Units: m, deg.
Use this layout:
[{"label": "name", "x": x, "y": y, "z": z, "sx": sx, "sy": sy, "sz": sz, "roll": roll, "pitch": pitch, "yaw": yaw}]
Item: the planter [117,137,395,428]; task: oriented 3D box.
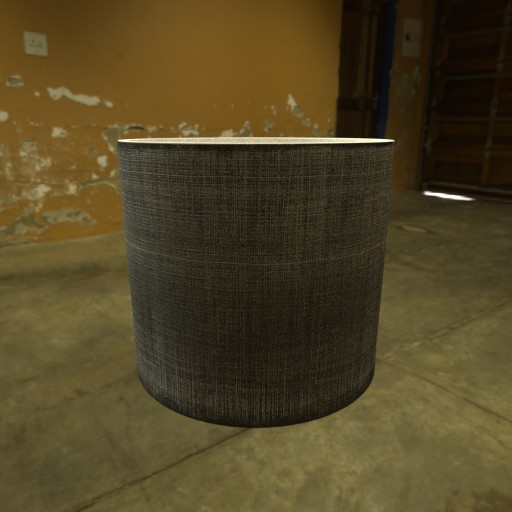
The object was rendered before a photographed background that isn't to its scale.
[{"label": "planter", "x": 0.000, "y": 0.000, "z": 0.395, "sx": 0.221, "sy": 0.201, "sz": 0.221, "roll": 0, "pitch": 16, "yaw": 0}]
